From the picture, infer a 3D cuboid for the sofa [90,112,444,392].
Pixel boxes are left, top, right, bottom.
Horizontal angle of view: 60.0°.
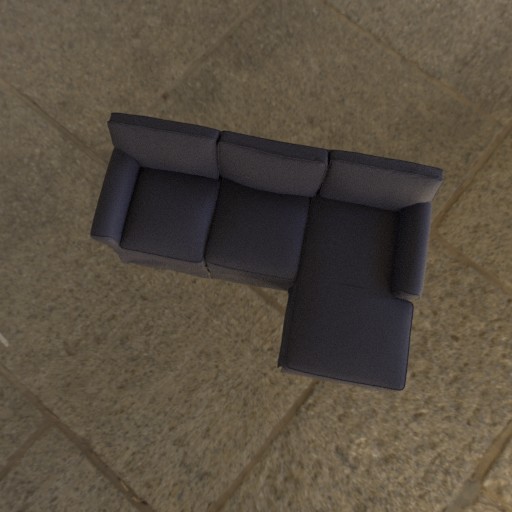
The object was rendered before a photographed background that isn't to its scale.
[{"bbox_3d":[0.000,0.000,3.395,2.518,1.039,1.637,10,76,3],"label":"sofa"}]
